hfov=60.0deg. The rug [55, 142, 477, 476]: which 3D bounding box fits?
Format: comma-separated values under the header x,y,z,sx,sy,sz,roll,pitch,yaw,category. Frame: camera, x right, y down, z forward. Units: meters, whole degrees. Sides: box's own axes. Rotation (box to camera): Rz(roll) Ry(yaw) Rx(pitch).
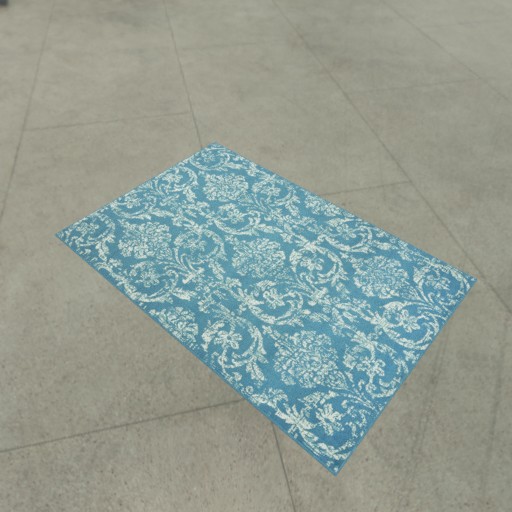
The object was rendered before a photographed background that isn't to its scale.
x,y,z,sx,sy,sz,roll,pitch,yaw,category
0.000,0.000,3.422,2.746,0.018,1.816,33,55,27,rug
